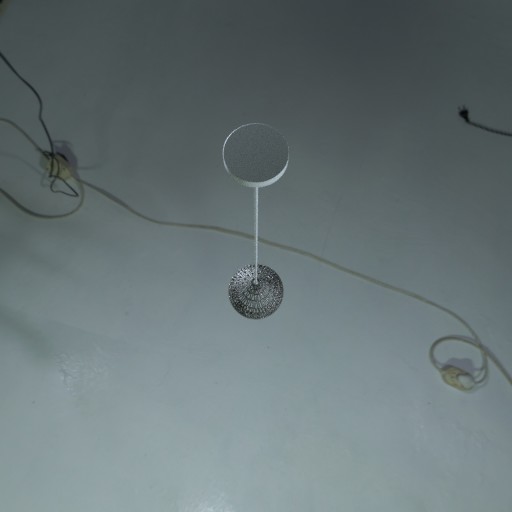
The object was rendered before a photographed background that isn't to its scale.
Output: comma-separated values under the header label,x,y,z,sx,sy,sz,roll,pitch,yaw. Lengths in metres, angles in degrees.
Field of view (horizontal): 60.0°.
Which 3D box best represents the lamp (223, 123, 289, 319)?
label,x,y,z,sx,sy,sz,roll,pitch,yaw
lamp,0.000,0.000,2.042,0.355,1.919,0.355,13,75,4
